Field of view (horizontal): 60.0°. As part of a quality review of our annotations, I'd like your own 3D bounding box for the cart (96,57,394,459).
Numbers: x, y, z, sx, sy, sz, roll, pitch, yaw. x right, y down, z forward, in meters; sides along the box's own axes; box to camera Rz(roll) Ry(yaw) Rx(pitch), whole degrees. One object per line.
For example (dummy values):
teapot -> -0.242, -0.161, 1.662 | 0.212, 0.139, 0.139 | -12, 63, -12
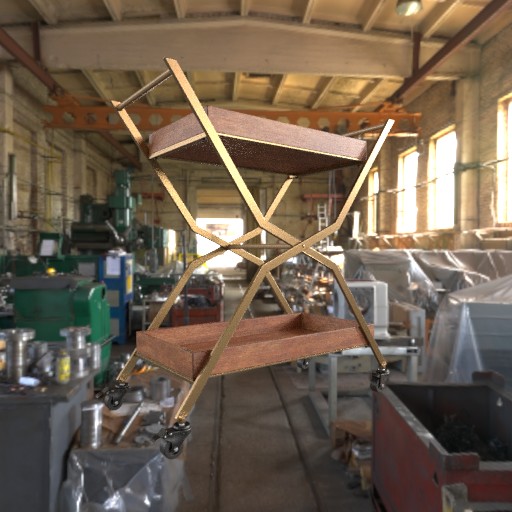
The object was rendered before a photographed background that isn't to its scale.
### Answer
cart -> 0.000, 0.000, 1.331 | 0.836, 0.869, 0.405 | -1, 1, -37
